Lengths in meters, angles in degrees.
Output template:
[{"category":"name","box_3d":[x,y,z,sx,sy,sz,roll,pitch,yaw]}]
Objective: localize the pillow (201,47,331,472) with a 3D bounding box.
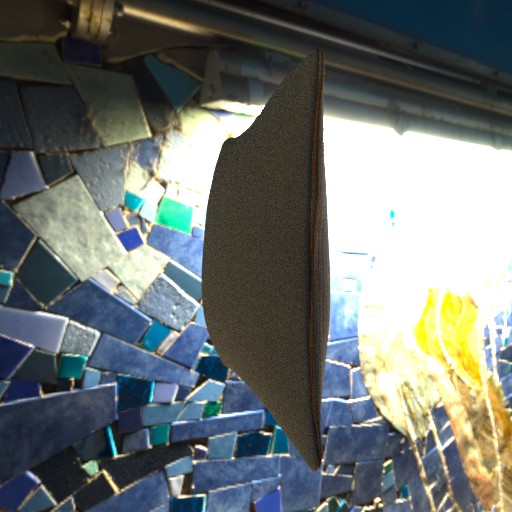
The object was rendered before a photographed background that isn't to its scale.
[{"category":"pillow","box_3d":[0.000,0.000,0.634,0.136,0.419,0.437,0,2,-17]}]
